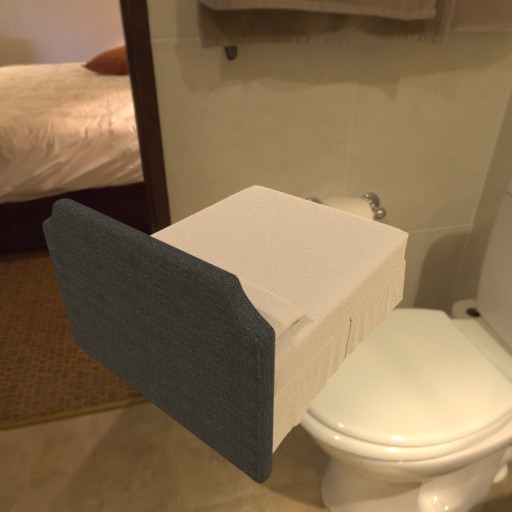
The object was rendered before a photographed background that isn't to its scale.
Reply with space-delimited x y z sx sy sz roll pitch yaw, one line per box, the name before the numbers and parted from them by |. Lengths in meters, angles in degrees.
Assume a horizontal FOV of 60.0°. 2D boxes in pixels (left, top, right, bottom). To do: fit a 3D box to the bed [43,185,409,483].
bed | 0.000 0.000 3.333 1.828 1.297 2.208 23 38 32
